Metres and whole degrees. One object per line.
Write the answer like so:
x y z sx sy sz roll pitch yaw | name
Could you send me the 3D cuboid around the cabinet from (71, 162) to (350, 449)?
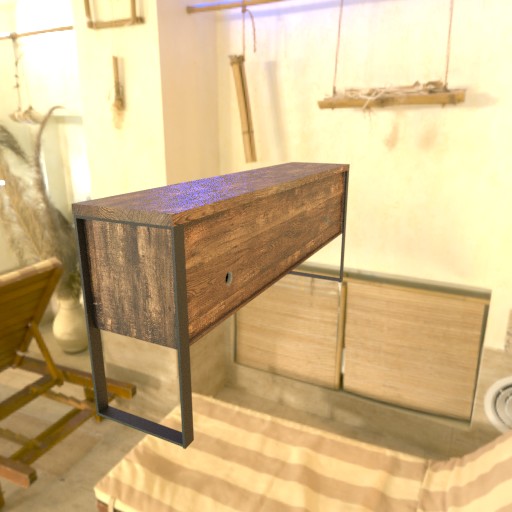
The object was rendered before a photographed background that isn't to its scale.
0.000 0.000 2.162 0.395 0.762 1.800 8 18 25 | cabinet
